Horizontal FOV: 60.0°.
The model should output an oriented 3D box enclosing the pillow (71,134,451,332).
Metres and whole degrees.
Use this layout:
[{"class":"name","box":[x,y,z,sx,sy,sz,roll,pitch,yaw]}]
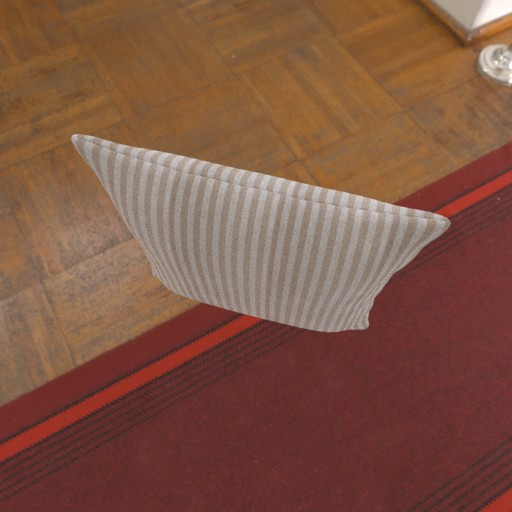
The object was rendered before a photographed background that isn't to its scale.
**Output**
[{"class":"pillow","box":[0.000,0.000,0.811,0.523,0.510,0.166,14,66,6]}]
